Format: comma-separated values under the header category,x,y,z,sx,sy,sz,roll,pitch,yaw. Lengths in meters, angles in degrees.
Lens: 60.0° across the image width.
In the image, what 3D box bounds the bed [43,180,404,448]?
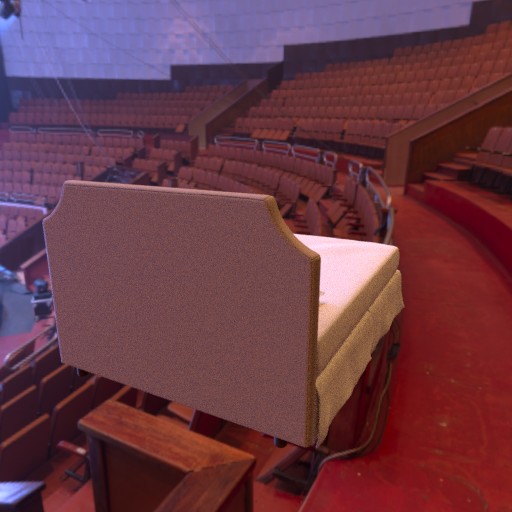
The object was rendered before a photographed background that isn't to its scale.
category,x,y,z,sx,sy,sz,roll,pitch,yaw
bed,0.000,0.000,4.149,2.350,1.590,2.773,8,18,27
